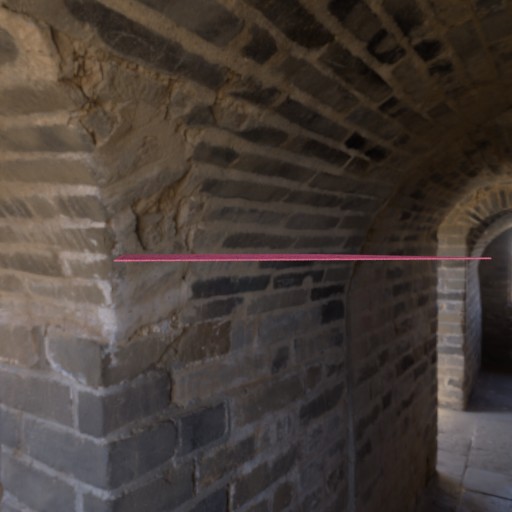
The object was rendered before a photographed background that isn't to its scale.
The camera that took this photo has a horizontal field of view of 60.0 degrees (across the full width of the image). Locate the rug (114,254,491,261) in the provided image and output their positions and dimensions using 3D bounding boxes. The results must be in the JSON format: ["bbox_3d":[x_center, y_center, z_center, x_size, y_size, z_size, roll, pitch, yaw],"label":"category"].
[{"bbox_3d":[0.000,0.000,3.926,2.300,0.012,2.929,0,1,-16],"label":"rug"}]
